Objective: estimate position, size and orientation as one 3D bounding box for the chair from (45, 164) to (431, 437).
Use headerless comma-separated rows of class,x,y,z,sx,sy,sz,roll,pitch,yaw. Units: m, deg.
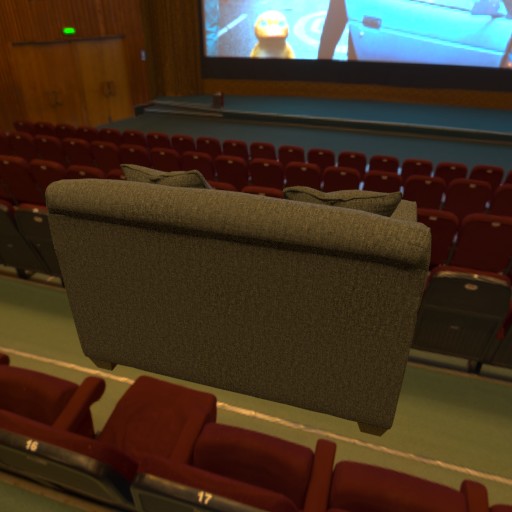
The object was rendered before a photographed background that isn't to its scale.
chair,0.000,0.000,2.058,1.383,0.948,1.000,9,31,15
